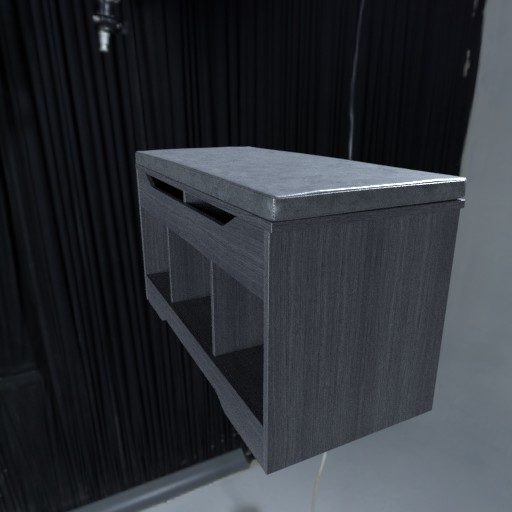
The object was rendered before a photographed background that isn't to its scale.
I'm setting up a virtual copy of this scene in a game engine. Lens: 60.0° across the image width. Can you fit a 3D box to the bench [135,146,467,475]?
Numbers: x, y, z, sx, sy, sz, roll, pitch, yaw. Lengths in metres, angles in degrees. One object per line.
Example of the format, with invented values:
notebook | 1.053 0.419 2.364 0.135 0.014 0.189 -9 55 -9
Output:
bench | 0.000 0.000 1.165 0.401 0.501 0.905 -9 20 -25
